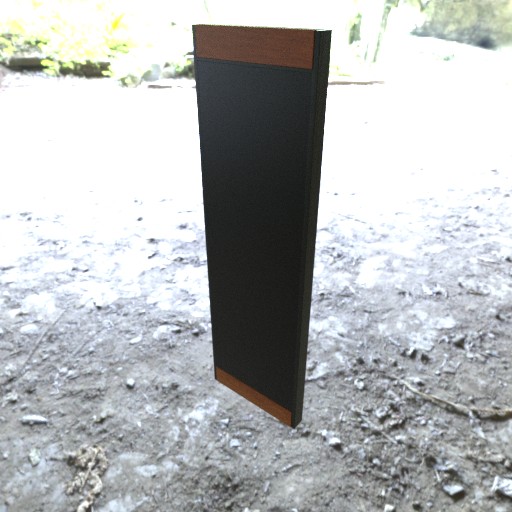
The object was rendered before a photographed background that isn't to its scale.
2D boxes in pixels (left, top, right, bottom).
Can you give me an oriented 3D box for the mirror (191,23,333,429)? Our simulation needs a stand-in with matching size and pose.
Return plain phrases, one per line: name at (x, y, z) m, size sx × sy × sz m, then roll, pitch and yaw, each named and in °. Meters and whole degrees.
mirror at (0.000, 0.000, 1.218) m, size 0.343 × 1.123 × 0.047 m, roll 22°, pitch 37°, yaw 32°
